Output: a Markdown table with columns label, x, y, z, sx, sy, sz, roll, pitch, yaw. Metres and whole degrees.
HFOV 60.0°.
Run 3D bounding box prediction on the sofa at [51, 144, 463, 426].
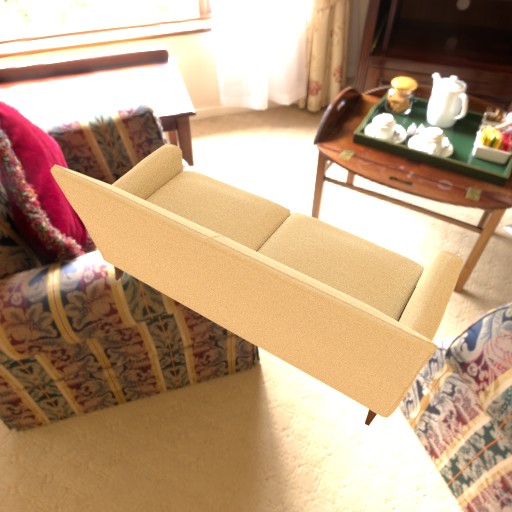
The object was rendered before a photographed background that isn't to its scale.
| label | x | y | z | sx | sy | sz | roll | pitch | yaw |
| --- | --- | --- | --- | --- | --- | --- | --- | --- | --- |
| sofa | 0.000 | 0.000 | 2.455 | 2.001 | 0.907 | 0.841 | 25 | 51 | 22 |
